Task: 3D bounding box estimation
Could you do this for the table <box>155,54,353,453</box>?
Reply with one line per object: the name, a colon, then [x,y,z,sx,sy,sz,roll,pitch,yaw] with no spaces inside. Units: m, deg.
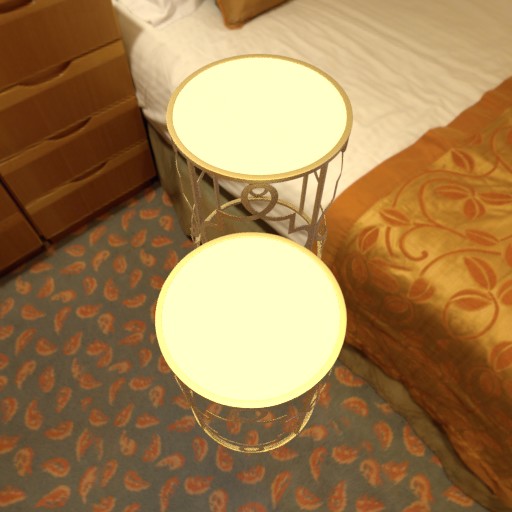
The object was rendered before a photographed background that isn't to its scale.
table: [0.000,0.000,1.128,0.420,0.564,0.846,2,58,1]
